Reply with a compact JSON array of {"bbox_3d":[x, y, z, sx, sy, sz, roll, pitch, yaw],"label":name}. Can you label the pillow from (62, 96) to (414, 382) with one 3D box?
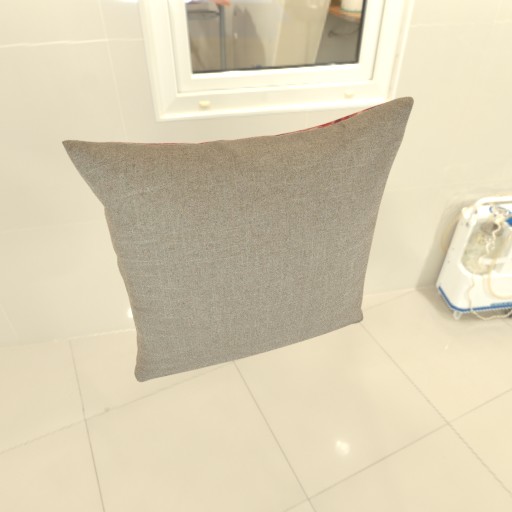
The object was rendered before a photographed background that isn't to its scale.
[{"bbox_3d":[0.000,0.000,0.781,0.513,0.511,0.158,-12,41,-14],"label":"pillow"}]
